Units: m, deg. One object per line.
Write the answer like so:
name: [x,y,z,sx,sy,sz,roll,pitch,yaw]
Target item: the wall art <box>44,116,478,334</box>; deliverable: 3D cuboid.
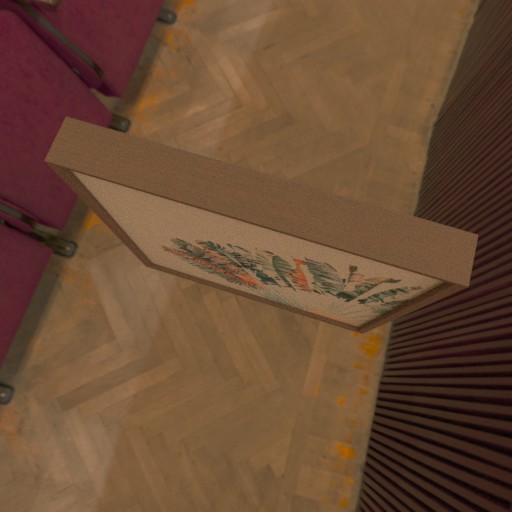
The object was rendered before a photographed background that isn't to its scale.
wall art: [0.000,0.000,0.454,0.304,0.303,0.038,17,75,5]
